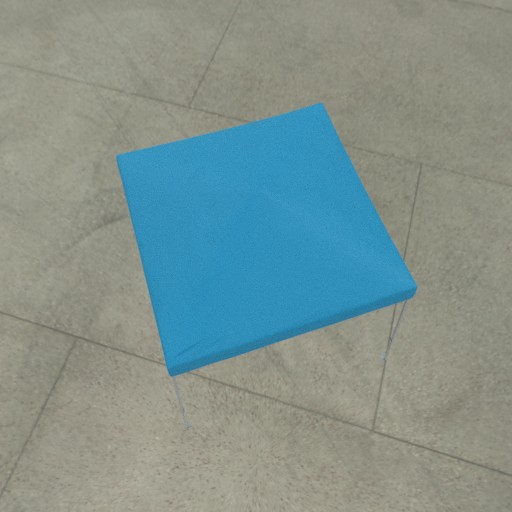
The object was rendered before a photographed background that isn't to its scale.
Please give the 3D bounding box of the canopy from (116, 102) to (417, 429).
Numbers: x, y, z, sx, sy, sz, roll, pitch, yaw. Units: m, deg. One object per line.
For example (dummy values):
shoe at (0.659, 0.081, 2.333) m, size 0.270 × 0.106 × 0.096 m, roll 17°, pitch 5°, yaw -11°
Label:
canopy at (0.000, 0.000, 5.186) m, size 2.850 × 2.850 × 2.849 m, roll -17°, pitch 66°, yaw -8°
